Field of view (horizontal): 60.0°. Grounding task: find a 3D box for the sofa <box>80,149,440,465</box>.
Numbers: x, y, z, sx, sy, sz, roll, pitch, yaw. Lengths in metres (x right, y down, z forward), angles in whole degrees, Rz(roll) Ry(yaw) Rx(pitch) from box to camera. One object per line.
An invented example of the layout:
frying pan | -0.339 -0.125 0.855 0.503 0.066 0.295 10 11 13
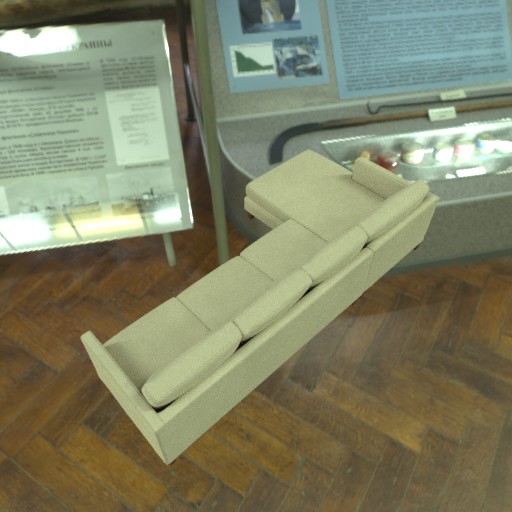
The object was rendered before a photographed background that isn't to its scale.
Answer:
sofa | 0.000 0.000 3.944 3.186 0.846 1.625 -35 56 -28
